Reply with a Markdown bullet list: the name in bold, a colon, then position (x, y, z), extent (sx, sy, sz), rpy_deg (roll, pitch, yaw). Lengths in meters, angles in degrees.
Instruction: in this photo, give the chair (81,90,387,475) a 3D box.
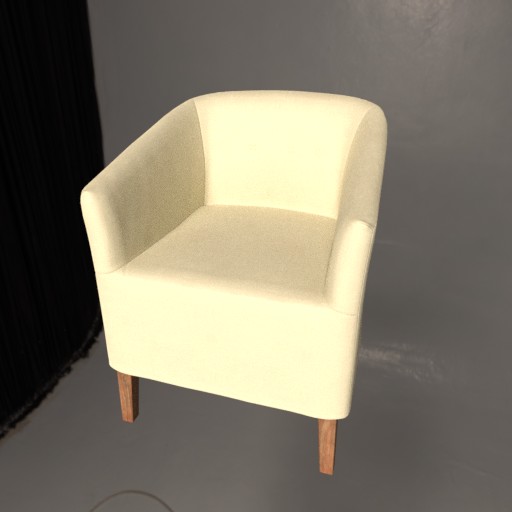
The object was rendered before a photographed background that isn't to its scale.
- **chair**: position (0.000, 0.000, 1.256), extent (0.643, 0.822, 0.657), rpy_deg (8, 27, 15)
